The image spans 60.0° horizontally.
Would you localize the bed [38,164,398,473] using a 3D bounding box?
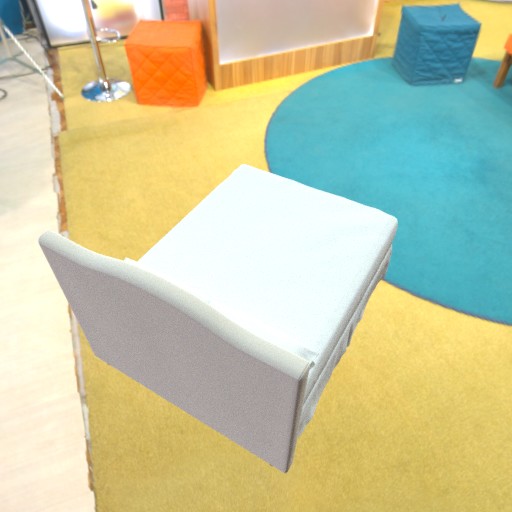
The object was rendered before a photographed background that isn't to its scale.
[{"bbox_3d":[0.000,0.000,3.374,1.753,1.460,2.143,23,51,21],"label":"bed"}]
